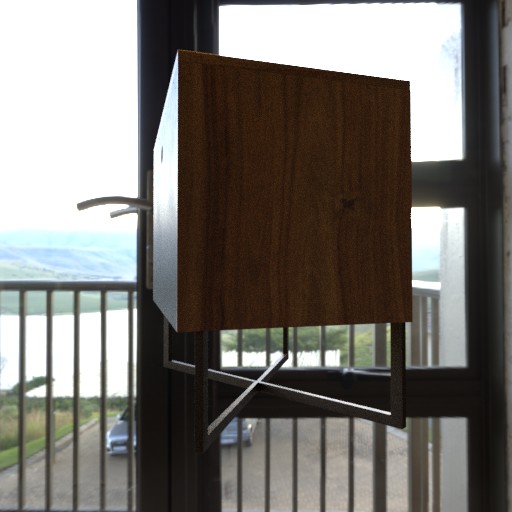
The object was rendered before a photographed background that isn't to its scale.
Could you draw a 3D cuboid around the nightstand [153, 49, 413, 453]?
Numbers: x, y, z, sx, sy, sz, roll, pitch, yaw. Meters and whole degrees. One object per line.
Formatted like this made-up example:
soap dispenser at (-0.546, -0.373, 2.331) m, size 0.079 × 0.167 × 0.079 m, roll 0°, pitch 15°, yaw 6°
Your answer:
nightstand at (0.000, 0.000, 1.020) m, size 0.427 × 0.615 × 0.613 m, roll 0°, pitch -1°, yaw -16°
